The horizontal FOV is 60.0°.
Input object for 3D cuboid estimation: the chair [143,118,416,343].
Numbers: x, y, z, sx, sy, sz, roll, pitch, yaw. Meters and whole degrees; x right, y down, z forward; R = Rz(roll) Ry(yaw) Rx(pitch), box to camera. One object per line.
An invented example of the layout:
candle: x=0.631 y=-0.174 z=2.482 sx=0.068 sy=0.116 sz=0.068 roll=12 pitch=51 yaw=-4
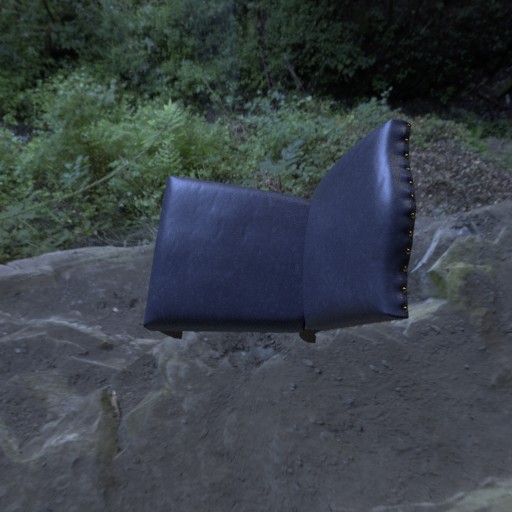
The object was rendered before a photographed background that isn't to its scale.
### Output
chair: x=0.000 y=0.000 z=1.344 sx=0.633 sy=0.991 sz=0.500 roll=6 pitch=75 yaw=1
